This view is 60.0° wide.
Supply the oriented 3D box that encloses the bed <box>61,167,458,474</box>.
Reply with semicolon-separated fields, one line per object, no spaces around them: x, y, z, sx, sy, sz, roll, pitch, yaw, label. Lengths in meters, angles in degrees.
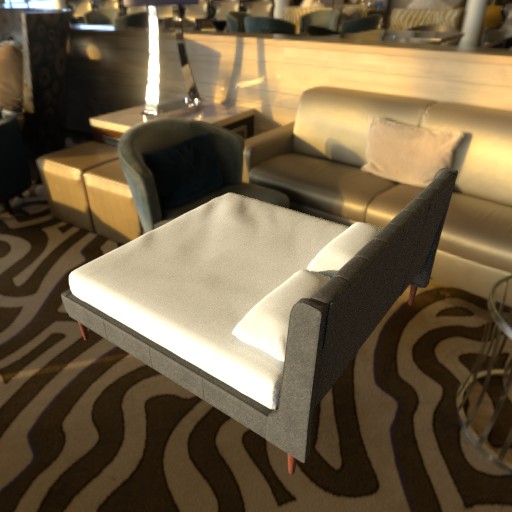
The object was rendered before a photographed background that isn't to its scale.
0.000;0.000;2.527;1.638;0.933;1.531;21;37;30;bed
